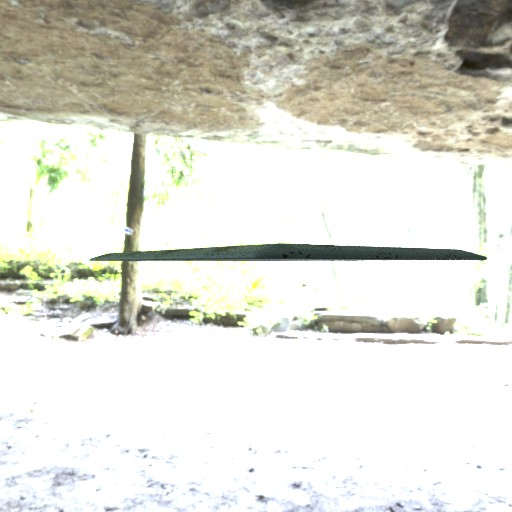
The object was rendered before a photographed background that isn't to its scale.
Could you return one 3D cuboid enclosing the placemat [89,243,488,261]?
[{"bbox_3d":[0.000,0.000,0.952,0.508,0.021,0.762,1,-1,-36],"label":"placemat"}]
